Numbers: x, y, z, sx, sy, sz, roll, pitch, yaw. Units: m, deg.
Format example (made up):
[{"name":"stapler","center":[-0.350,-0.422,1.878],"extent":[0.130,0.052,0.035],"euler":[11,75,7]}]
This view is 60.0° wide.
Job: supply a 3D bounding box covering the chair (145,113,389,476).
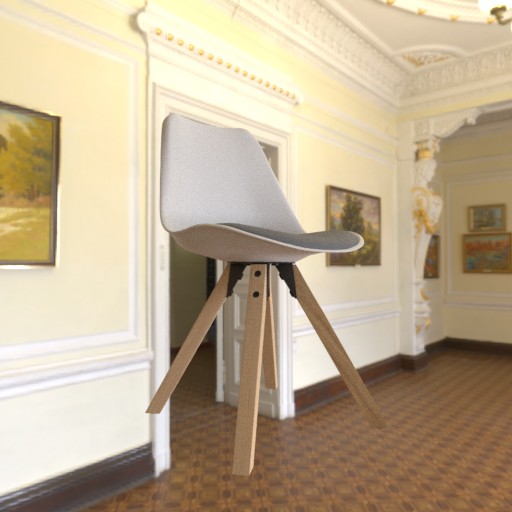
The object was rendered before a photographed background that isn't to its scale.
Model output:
[{"name":"chair","center":[0.000,0.000,1.177],"extent":[0.485,0.850,0.550],"euler":[1,-2,-36]}]
